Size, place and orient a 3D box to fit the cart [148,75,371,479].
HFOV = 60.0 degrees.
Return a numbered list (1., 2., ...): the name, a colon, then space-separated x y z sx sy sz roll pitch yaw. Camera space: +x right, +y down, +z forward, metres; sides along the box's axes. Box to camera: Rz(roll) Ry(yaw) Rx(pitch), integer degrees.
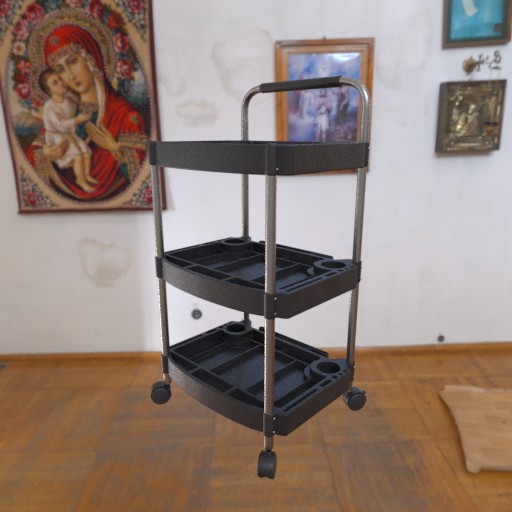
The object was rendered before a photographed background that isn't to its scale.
1. cart: 0.000 0.000 1.405 0.584 1.075 0.518 14 21 42
